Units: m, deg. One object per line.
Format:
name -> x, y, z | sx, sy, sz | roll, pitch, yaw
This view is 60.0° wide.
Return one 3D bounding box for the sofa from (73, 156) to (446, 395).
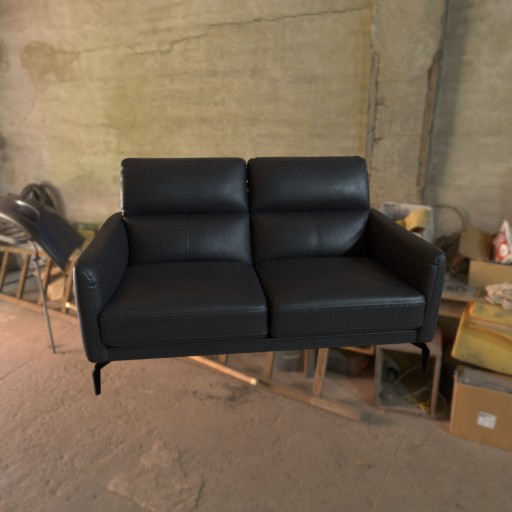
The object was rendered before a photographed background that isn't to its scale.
sofa -> 0.000, 0.000, 2.235 | 1.596, 0.920, 0.958 | -2, 17, -7
